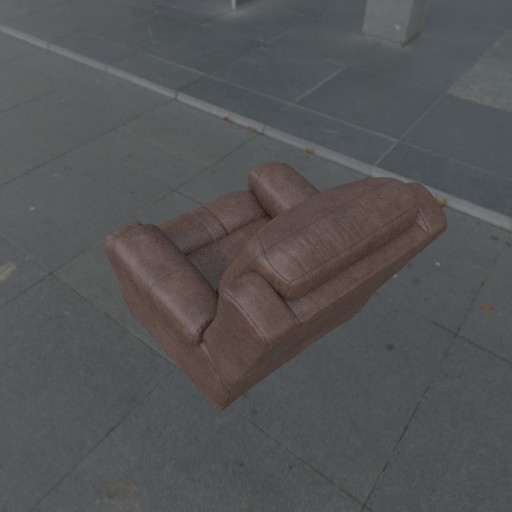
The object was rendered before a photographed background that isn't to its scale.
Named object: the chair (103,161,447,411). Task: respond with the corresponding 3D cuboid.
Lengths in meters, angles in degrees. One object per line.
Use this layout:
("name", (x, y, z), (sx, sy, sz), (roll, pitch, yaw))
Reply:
("chair", (0.000, 0.000, 1.800), (0.940, 0.990, 1.067), (-29, 52, -25))
